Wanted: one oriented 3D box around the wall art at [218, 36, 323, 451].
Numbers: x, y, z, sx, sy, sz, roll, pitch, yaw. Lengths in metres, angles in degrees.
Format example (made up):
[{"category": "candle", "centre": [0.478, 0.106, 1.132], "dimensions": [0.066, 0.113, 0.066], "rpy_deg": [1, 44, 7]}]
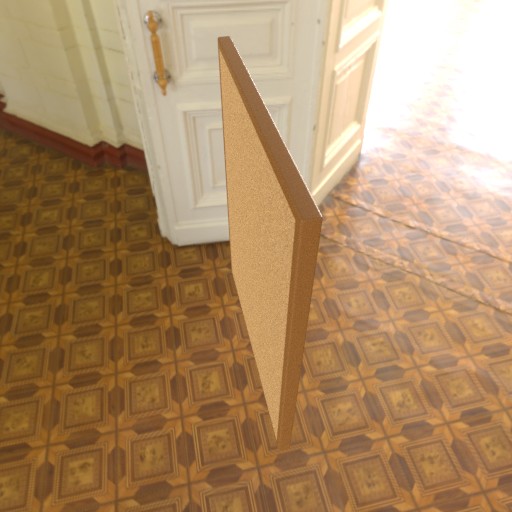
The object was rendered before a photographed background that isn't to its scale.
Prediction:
[{"category": "wall art", "centre": [0.000, 0.000, 0.516], "dimensions": [0.015, 0.379, 0.310], "rpy_deg": [-10, 47, -9]}]
